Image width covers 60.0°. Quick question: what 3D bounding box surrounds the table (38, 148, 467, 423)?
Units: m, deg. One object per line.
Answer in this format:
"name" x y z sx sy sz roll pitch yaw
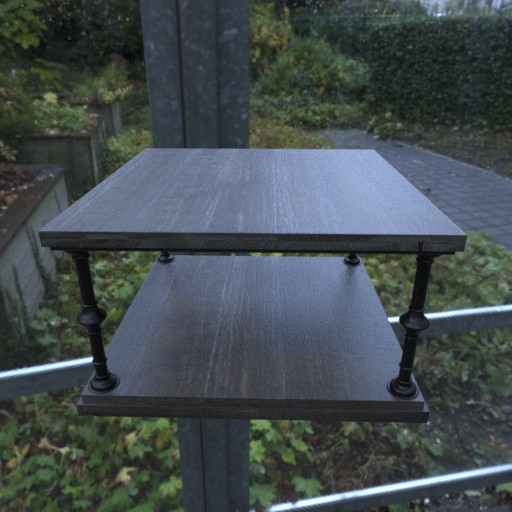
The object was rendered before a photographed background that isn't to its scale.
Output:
"table" 0.000 0.000 1.117 0.696 0.400 0.696 1 25 1
